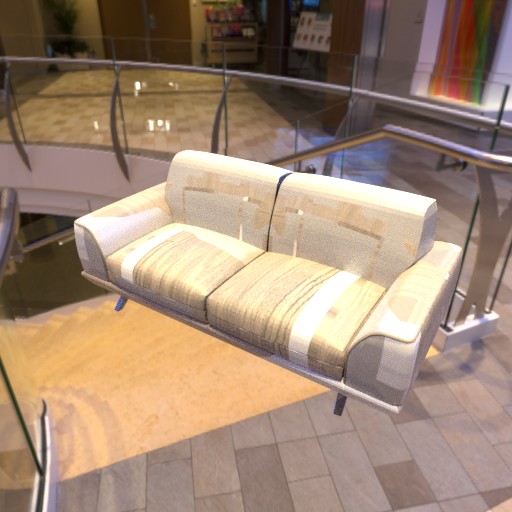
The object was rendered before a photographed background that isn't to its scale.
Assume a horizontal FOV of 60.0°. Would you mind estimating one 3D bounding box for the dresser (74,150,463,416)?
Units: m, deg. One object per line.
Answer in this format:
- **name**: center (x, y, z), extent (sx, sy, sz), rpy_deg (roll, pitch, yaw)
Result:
- **dresser**: center (0.000, 0.000, 5.845), extent (4.679, 1.863, 2.251), rpy_deg (18, 34, 28)
